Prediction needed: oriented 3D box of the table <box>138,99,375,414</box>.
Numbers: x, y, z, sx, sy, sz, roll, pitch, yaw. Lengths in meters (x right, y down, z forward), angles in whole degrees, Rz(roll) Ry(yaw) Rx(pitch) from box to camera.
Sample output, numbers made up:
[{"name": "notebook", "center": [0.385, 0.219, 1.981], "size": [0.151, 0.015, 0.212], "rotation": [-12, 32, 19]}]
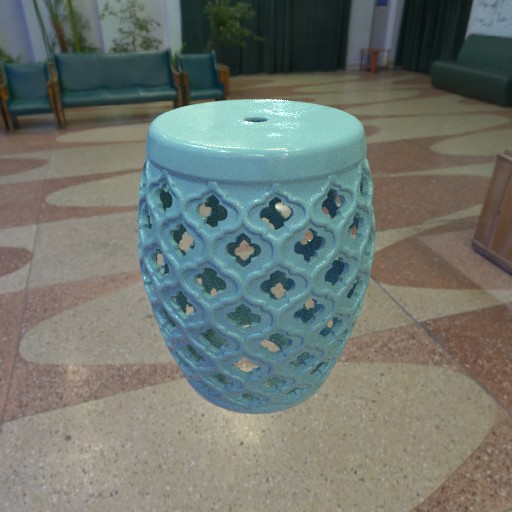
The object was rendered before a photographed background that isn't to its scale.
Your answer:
[{"name": "table", "center": [0.000, 0.000, 0.640], "size": [0.325, 0.388, 0.325], "rotation": [0, 30, 0]}]
